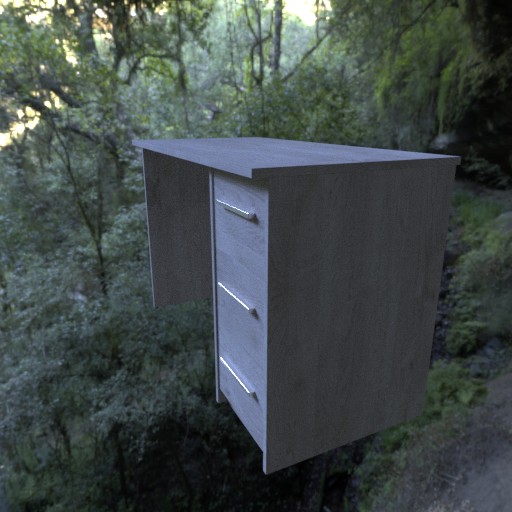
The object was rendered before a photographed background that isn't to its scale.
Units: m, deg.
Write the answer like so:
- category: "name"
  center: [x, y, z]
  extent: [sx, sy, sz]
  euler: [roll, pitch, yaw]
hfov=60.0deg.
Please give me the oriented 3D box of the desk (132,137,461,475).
- category: "desk"
  center: [0.000, 0.000, 1.527]
  extent: [0.560, 0.735, 1.097]
  euler: [-9, 20, -25]
